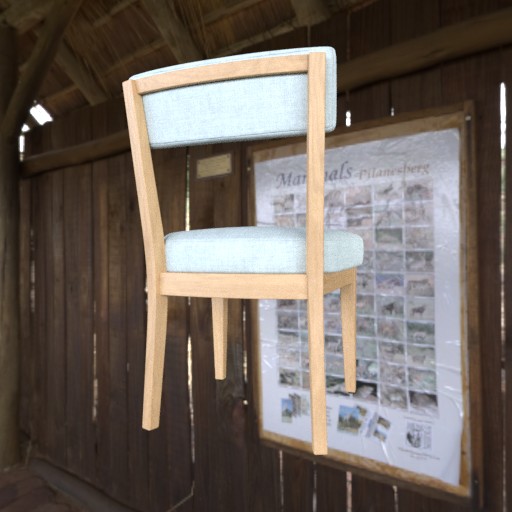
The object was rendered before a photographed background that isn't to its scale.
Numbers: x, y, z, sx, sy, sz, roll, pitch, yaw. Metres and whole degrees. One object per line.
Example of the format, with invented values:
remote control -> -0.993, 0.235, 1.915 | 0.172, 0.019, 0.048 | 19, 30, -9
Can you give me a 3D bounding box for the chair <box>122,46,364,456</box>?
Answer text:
chair -> 0.000, 0.000, 1.164 | 0.508, 0.832, 0.572 | 0, 0, 19
